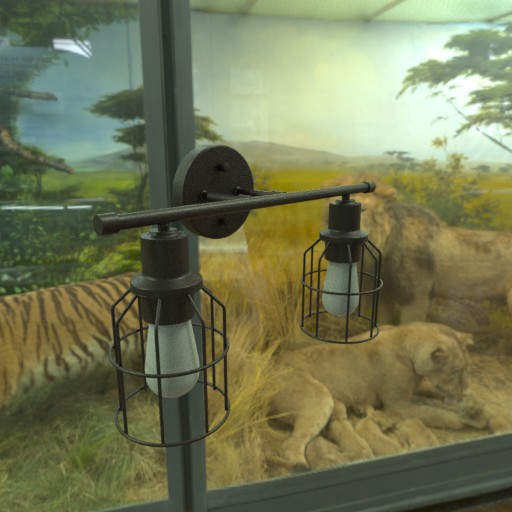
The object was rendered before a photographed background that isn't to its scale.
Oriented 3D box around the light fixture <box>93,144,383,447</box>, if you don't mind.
[{"bbox_3d":[0.000,0.000,0.524,0.165,0.254,0.406,14,21,43],"label":"light fixture"}]
